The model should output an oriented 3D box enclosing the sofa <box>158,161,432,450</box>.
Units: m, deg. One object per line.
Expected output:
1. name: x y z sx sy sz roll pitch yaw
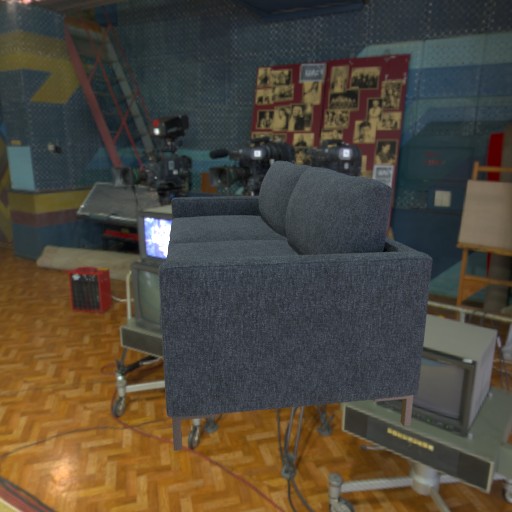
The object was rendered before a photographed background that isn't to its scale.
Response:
1. sofa: 0.000 0.000 2.170 0.866 0.862 1.716 -2 14 -9
